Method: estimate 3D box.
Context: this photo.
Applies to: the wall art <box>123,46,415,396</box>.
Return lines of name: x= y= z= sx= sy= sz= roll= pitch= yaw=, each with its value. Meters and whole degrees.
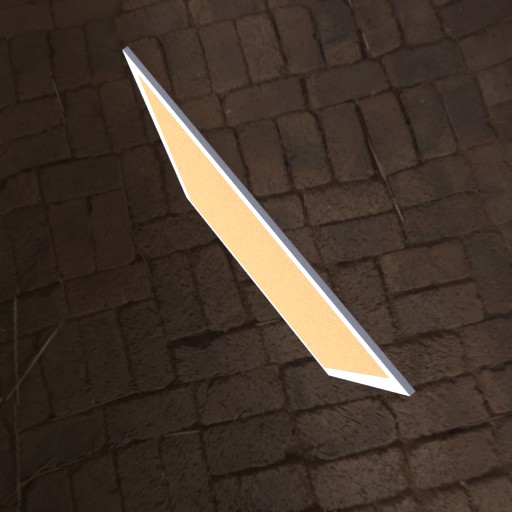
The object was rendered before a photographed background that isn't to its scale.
wall art: x=0.000 y=0.000 z=0.810 sx=0.009 sy=0.559 sz=0.558 roll=-38 pitch=80 yaw=-8
